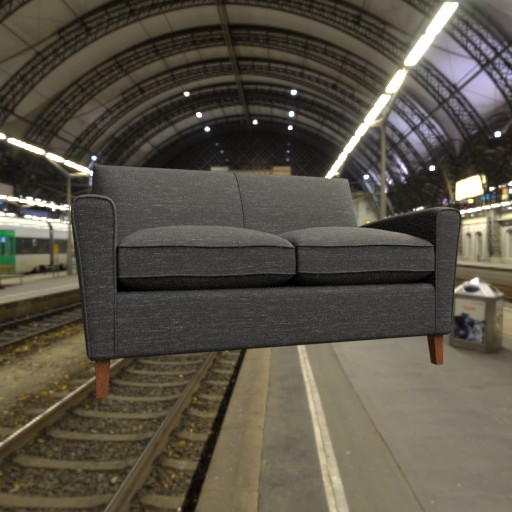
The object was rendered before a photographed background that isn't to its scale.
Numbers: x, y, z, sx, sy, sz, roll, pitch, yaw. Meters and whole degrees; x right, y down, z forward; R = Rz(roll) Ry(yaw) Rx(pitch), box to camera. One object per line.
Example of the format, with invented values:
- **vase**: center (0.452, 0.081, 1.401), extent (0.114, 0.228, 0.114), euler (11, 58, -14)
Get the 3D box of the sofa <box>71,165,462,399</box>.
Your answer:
- **sofa**: center (0.000, 0.000, 1.914), extent (1.420, 0.846, 0.875), euler (0, 1, -18)
